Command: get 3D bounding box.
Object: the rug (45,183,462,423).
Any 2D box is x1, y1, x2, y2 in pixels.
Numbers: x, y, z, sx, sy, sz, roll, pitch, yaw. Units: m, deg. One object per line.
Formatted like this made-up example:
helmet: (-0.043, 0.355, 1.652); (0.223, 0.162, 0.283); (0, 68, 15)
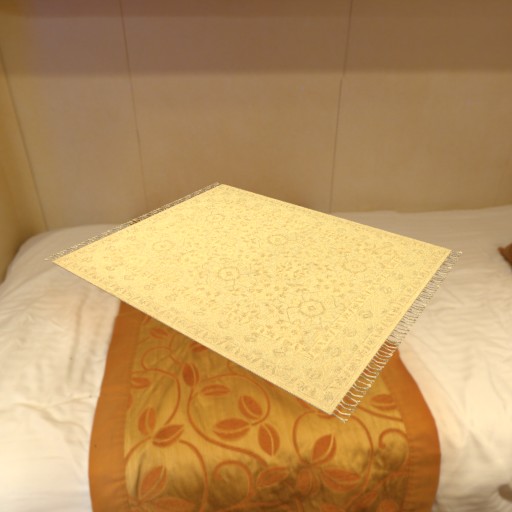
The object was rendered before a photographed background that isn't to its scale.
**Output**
rug: (0.000, 0.000, 4.108); (3.043, 0.013, 2.444); (21, 36, 31)
